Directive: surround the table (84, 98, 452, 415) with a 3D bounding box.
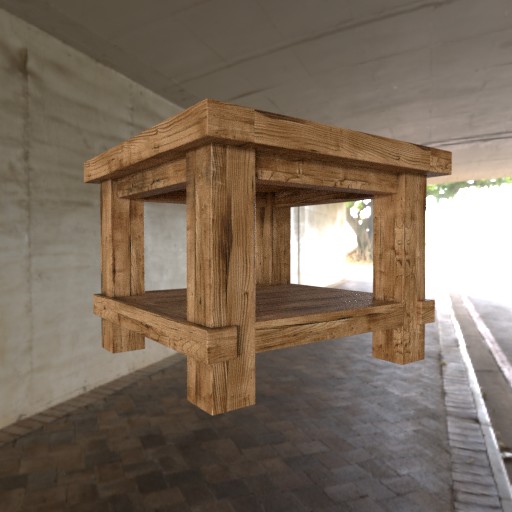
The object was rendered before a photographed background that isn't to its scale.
[{"bbox_3d":[0.000,0.000,1.036,0.610,0.457,0.610,-1,2,-36],"label":"table"}]
